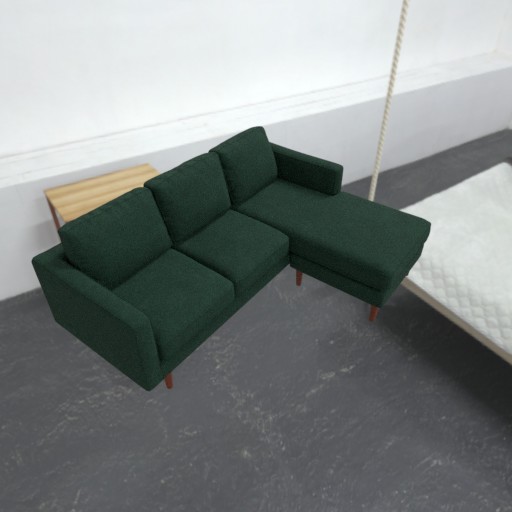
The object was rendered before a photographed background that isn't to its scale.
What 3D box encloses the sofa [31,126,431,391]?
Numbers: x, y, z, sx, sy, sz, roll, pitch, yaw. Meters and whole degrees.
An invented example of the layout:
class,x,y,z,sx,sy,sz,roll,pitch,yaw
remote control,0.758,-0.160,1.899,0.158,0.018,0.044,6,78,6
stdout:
class,x,y,z,sx,sy,sz,roll,pitch,yaw
sofa,0.000,0.000,2.835,1.580,0.899,2.030,25,45,28
